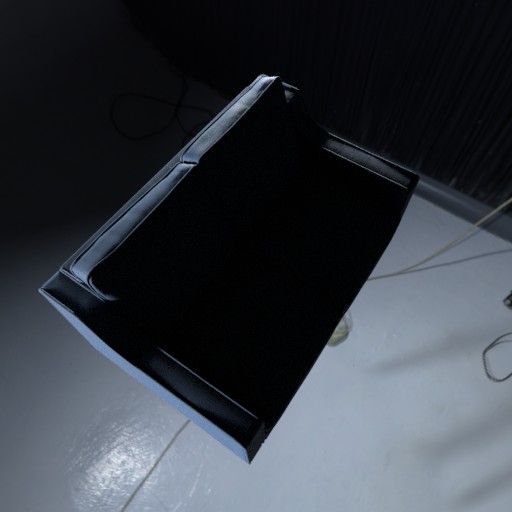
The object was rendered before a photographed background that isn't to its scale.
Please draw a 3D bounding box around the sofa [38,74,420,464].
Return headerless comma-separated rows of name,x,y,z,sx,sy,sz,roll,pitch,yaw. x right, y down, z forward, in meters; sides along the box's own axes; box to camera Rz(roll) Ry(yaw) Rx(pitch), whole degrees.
sofa,0.000,0.000,2.130,0.987,0.971,1.501,30,64,17
